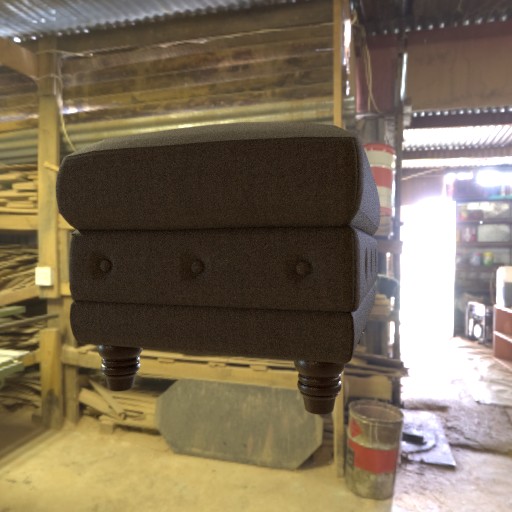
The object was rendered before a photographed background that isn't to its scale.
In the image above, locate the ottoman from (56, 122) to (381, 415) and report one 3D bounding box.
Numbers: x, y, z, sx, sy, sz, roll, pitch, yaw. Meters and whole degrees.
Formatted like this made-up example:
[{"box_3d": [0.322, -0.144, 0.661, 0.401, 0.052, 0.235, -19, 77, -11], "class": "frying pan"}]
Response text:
[{"box_3d": [0.000, 0.000, 1.157, 0.599, 0.555, 0.809, 0, 1, 18], "class": "ottoman"}]
